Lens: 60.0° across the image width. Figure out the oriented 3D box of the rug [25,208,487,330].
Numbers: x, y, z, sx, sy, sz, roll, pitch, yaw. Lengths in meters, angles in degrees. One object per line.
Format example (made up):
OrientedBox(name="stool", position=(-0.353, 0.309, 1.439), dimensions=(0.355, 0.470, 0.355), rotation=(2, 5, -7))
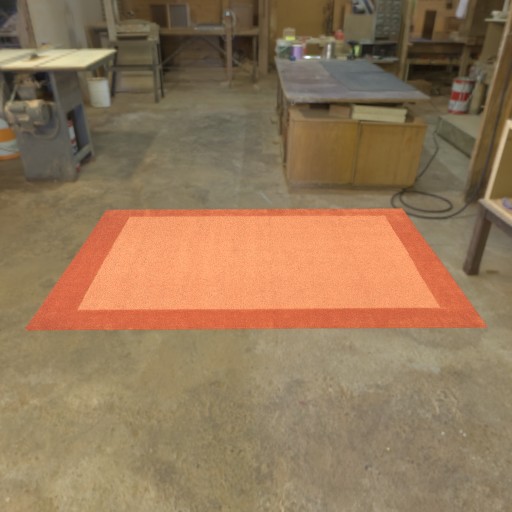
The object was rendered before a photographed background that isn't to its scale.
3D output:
OrientedBox(name="rug", position=(0.000, 0.000, 2.991), dimensions=(2.438, 0.014, 1.524), rotation=(0, 30, 0))
